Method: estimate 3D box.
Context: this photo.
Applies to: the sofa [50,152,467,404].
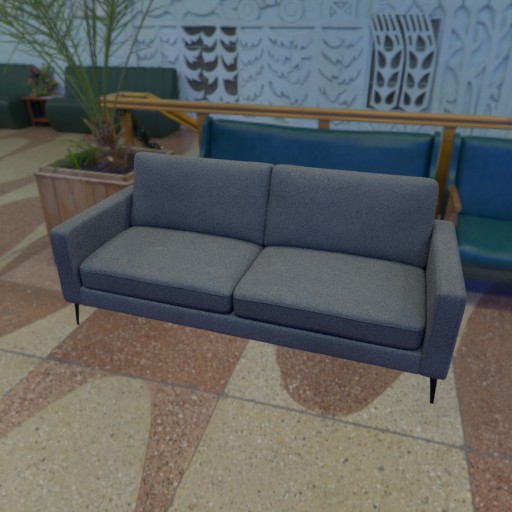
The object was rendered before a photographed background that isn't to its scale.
[{"bbox_3d":[0.000,0.000,2.316,1.925,0.828,0.774,9,29,16],"label":"sofa"}]
